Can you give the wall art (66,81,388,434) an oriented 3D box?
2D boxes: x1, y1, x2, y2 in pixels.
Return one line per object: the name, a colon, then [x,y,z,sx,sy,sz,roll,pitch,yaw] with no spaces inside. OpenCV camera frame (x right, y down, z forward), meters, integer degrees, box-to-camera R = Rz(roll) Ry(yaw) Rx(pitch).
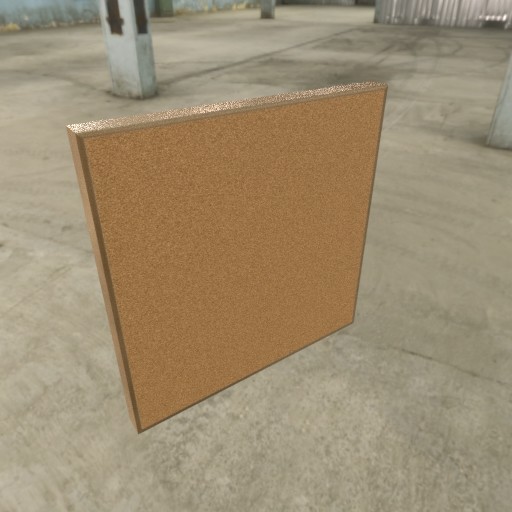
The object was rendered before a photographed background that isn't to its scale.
wall art: [0.000,0.000,0.758,0.513,0.511,0.038,-20,36,-29]
